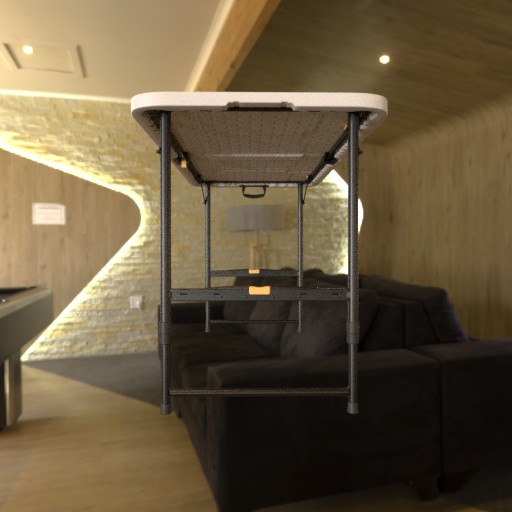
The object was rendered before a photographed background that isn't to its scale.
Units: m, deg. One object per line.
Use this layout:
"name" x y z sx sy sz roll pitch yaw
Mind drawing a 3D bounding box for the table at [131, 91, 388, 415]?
"table" 0.000 0.000 1.603 0.611 0.737 1.245 0 0 -1
